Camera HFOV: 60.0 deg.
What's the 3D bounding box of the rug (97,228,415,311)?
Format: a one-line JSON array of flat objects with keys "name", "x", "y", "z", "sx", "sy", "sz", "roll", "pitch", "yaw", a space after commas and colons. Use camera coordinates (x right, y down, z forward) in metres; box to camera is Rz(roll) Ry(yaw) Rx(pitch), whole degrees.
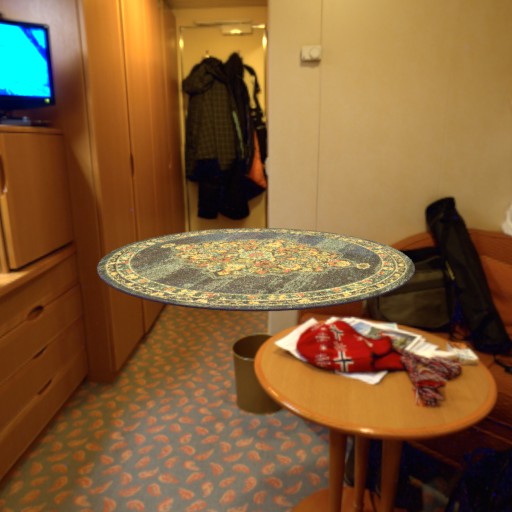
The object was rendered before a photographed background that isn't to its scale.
[{"name": "rug", "x": 0.000, "y": 0.000, "z": 3.518, "sx": 2.386, "sy": 0.014, "sz": 2.386, "roll": 0, "pitch": 14, "yaw": 0}]
